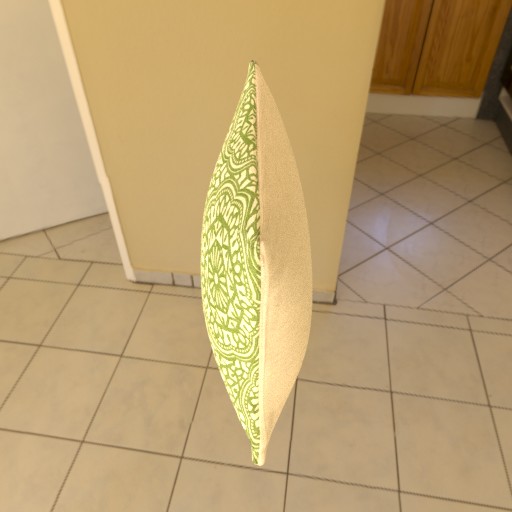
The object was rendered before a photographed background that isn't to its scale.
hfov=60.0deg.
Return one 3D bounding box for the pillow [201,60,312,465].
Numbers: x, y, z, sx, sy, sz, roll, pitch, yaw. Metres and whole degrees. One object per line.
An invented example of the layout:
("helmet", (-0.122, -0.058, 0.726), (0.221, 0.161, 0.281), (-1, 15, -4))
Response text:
("pillow", (0.000, 0.000, 0.655), (0.162, 0.419, 0.440), (-1, 42, -1))
